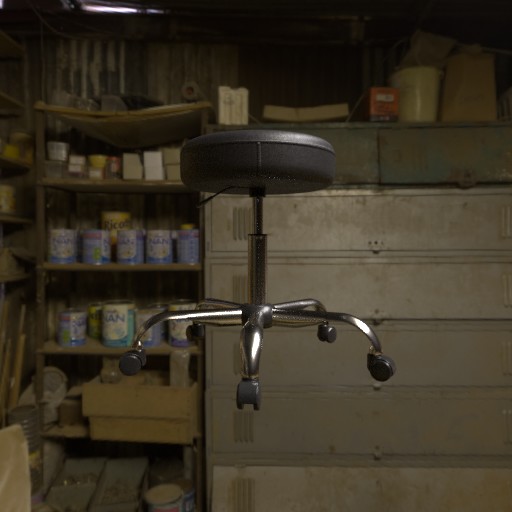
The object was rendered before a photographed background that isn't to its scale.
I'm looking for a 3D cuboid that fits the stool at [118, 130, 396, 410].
[{"bbox_3d":[0.000,0.000,1.142,0.673,0.576,0.638,0,2,3],"label":"stool"}]
